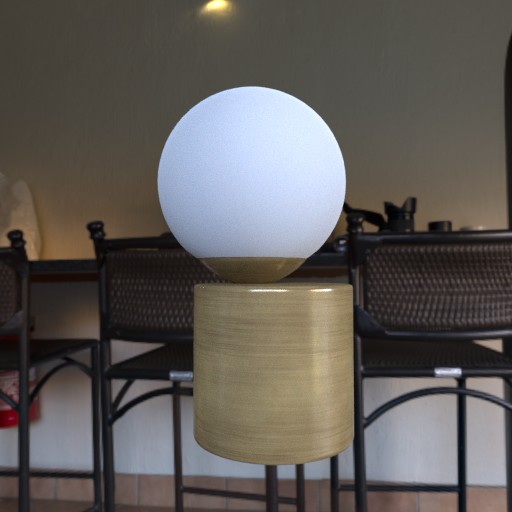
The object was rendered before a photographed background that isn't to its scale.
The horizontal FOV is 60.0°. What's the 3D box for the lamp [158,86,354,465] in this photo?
[{"bbox_3d":[0.000,0.000,0.334,0.141,0.250,0.152,1,-2,-36],"label":"lamp"}]
